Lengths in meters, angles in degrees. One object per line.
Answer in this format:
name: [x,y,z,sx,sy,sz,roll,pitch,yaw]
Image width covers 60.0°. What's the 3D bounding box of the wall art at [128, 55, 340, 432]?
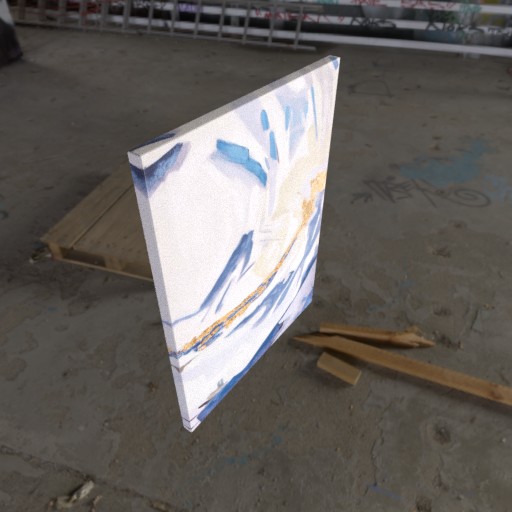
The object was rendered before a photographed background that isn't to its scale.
wall art: [0.000,0.000,1.389,0.038,1.015,0.761,26,47,27]
